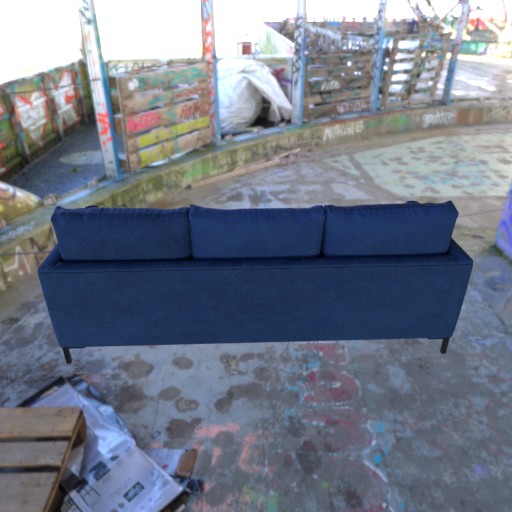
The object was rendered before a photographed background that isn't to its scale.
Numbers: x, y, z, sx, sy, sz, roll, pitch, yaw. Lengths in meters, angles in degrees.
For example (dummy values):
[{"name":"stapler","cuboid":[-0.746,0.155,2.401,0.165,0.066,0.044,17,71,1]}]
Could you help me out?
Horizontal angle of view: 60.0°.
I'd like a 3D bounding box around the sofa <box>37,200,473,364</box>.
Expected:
[{"name":"sofa","cuboid":[0.000,0.000,2.703,2.252,0.879,0.875,-1,29,-2]}]
